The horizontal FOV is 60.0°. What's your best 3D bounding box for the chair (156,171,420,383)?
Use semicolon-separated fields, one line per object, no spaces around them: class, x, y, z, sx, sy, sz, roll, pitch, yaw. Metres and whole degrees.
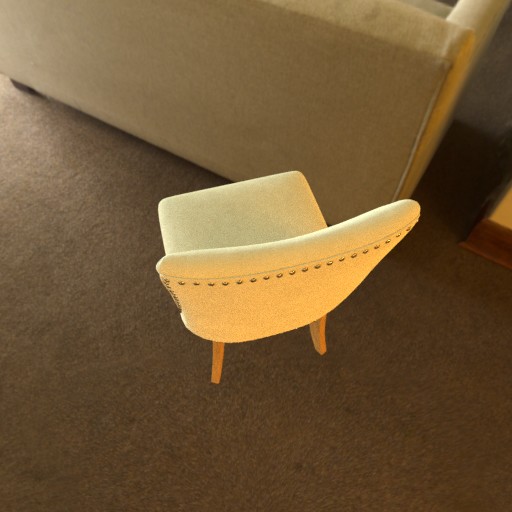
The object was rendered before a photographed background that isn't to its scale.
chair;0.000;0.000;1.249;0.495;0.902;0.610;-13;59;-8
